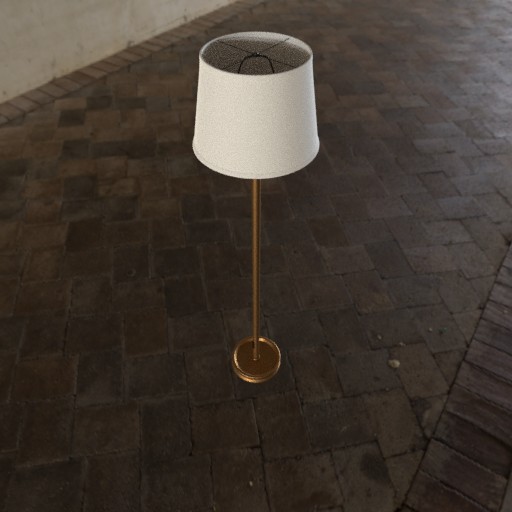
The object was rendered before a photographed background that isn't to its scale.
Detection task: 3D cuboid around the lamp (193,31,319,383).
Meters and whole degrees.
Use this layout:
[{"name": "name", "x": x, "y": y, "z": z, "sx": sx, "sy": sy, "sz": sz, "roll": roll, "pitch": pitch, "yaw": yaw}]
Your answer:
[{"name": "lamp", "x": 0.000, "y": 0.000, "z": 0.793, "sx": 0.178, "sy": 0.710, "sz": 0.178, "roll": 0, "pitch": 46, "yaw": 0}]
